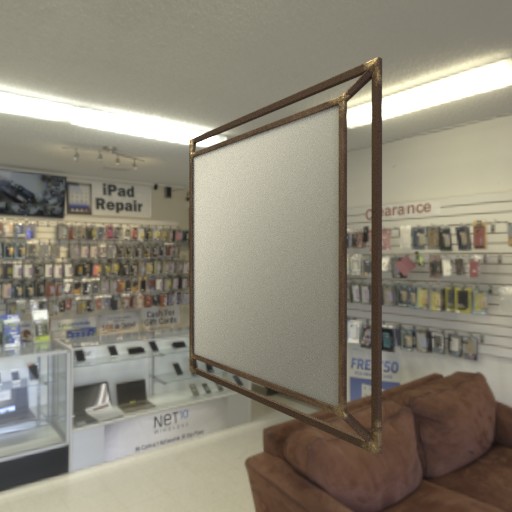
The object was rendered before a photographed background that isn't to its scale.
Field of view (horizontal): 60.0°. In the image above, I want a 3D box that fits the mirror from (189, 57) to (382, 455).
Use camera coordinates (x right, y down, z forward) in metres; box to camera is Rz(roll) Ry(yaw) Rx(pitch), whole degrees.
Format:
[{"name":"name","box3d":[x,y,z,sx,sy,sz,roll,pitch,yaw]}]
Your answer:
[{"name":"mirror","box3d":[0.000,0.000,0.919,0.032,0.610,0.610,0,0,-36]}]
